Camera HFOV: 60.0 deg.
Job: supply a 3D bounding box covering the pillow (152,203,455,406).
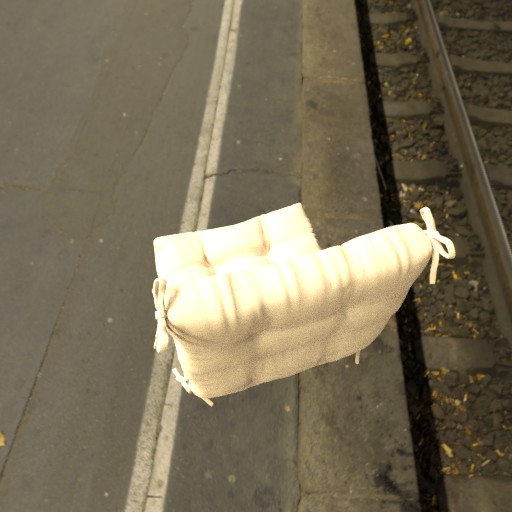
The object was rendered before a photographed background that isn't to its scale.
[{"bbox_3d":[0.000,0.000,1.031,0.519,0.605,0.571,-15,57,-10],"label":"pillow"}]
